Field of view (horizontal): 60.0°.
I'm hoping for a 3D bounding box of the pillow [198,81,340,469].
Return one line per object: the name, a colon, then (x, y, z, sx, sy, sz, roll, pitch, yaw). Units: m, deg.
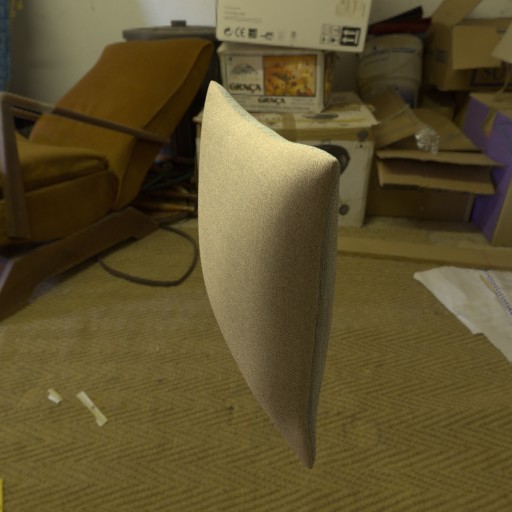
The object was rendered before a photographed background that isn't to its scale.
pillow: (0.000, 0.000, 0.777, 0.178, 0.506, 0.512, -10, 32, -16)
